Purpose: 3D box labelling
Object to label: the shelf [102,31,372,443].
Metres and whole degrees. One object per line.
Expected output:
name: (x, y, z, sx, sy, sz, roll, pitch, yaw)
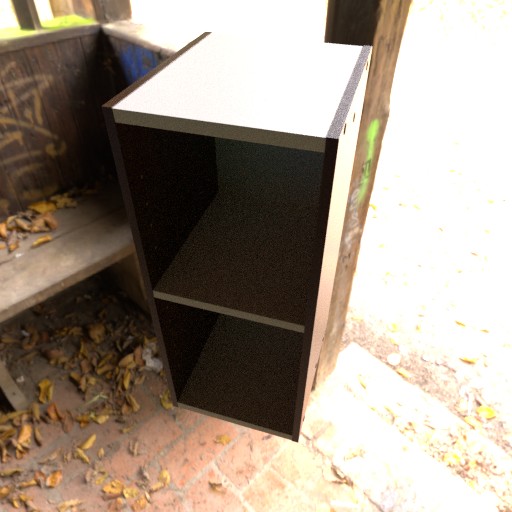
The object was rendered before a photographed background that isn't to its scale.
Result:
shelf: (0.000, 0.000, 0.740, 0.253, 0.600, 0.290, 12, 43, 13)
